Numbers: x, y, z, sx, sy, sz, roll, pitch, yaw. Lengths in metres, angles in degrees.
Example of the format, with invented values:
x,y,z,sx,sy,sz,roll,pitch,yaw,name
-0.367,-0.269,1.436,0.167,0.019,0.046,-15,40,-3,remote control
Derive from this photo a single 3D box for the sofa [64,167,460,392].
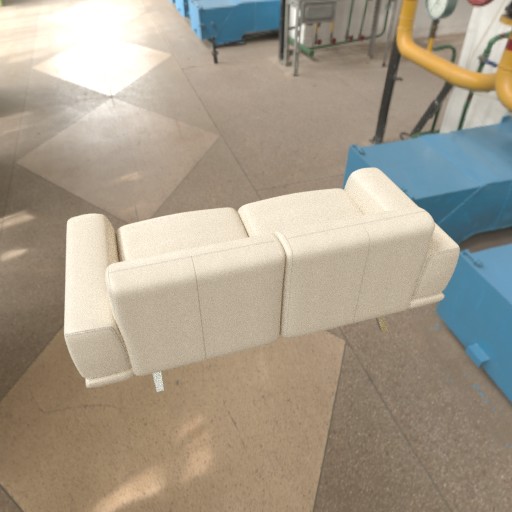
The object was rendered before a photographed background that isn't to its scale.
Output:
x,y,z,sx,sy,sz,roll,pitch,yaw,name
0.000,0.000,2.405,1.901,0.772,0.900,-11,42,-13,sofa
